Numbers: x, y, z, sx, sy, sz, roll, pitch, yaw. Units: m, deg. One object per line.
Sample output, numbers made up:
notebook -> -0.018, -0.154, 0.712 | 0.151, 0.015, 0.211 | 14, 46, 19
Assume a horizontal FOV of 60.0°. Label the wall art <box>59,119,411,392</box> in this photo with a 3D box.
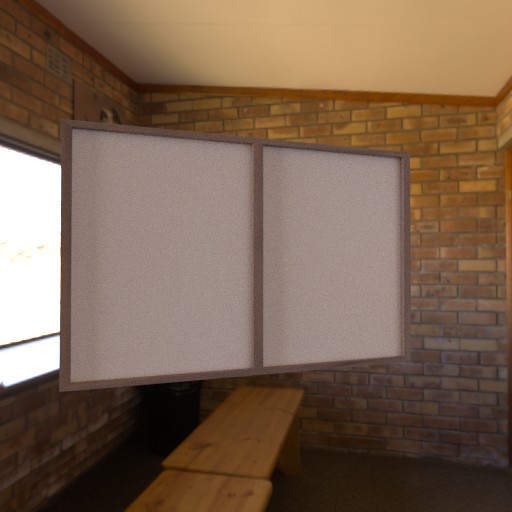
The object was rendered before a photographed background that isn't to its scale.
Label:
wall art -> 0.000, 0.000, 1.137 | 0.919, 0.598, 0.038 | 0, -1, -19
